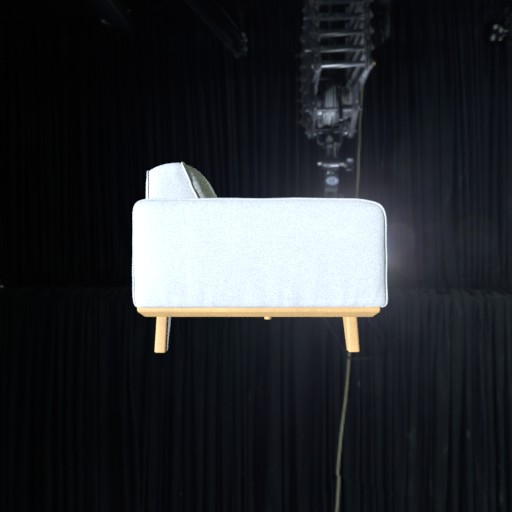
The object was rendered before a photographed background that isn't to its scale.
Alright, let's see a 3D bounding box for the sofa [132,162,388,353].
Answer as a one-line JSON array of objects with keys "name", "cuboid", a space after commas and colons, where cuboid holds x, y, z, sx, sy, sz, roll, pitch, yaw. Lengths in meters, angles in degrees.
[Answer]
[{"name": "sofa", "cuboid": [0.000, 0.000, 2.743, 0.956, 0.781, 2.270, 0, 0, -1]}]
